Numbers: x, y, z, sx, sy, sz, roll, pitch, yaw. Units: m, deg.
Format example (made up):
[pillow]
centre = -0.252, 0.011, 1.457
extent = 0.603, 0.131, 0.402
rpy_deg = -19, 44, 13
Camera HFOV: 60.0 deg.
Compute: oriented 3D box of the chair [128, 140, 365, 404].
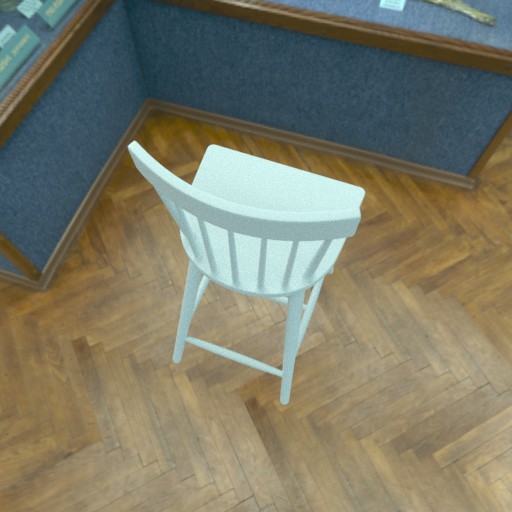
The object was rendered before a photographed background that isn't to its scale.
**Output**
[chair]
centre = 0.000, 0.000, 1.294
extent = 0.483, 0.952, 0.572
rpy_deg = 18, 64, 9
